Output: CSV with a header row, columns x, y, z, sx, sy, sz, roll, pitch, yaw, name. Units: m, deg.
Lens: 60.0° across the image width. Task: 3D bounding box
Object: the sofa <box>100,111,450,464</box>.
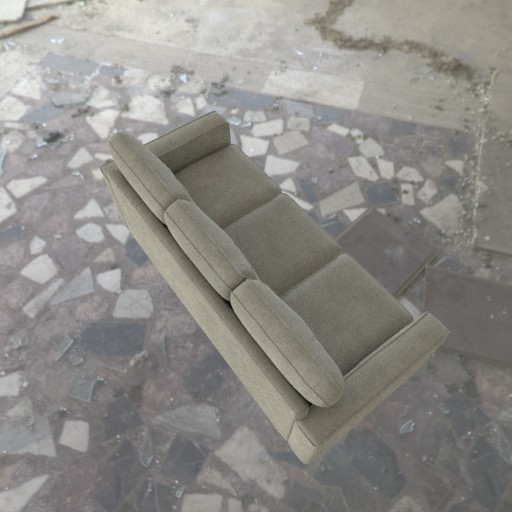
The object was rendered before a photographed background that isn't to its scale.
x,y,z,sx,sy,sz,roll,pitch,yaw,name
0.000,0.000,2.689,0.939,0.965,2.133,-33,63,-19,sofa
